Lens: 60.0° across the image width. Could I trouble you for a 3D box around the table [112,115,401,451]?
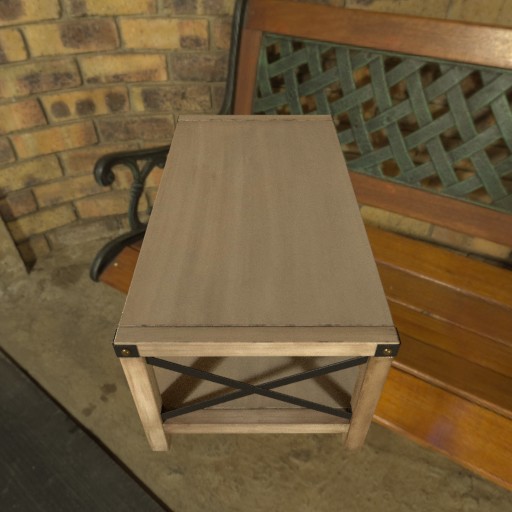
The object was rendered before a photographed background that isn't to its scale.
[{"bbox_3d":[0.000,0.000,1.357,0.559,0.456,1.016,0,42,0],"label":"table"}]
